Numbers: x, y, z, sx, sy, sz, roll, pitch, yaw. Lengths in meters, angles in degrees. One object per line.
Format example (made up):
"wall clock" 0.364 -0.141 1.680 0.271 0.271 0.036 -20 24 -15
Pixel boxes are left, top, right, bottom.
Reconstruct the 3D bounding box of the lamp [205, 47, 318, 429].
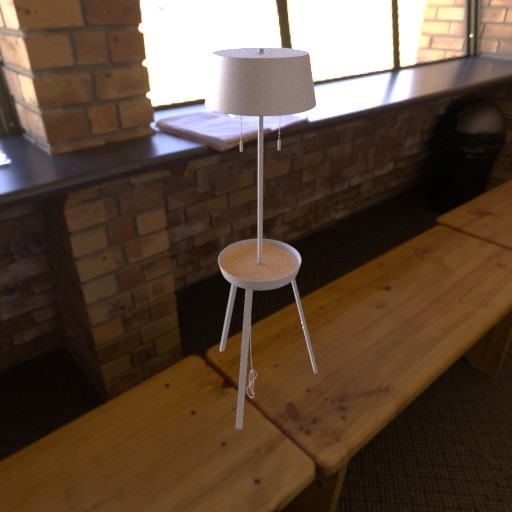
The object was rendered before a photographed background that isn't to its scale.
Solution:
"lamp" 0.000 0.000 1.690 0.508 1.429 0.468 9 32 15
